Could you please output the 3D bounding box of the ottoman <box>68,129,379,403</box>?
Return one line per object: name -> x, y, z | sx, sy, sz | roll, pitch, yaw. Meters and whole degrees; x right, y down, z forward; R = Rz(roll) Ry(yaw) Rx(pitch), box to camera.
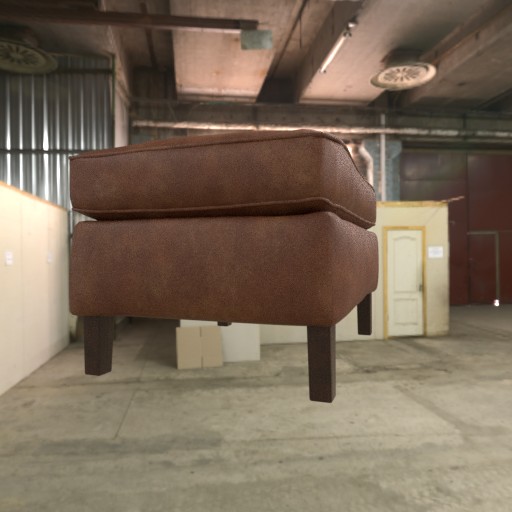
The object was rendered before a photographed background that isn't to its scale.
ottoman -> 0.000, 0.000, 0.980 | 0.501, 0.418, 0.665 | 0, 1, 20
